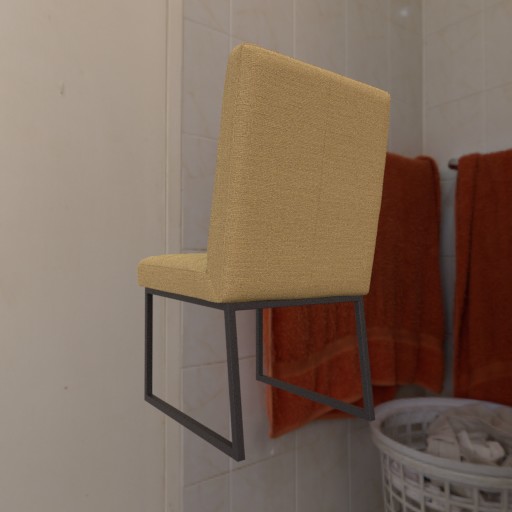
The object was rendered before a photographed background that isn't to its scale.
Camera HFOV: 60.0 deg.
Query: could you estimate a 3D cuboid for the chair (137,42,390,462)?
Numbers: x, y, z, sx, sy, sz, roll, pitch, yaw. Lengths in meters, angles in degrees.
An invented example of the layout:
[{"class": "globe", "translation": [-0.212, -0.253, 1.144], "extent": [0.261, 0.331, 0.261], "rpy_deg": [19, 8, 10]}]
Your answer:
[{"class": "chair", "translation": [0.000, 0.000, 1.335], "extent": [0.520, 0.930, 0.634], "rpy_deg": [1, -2, -35]}]
